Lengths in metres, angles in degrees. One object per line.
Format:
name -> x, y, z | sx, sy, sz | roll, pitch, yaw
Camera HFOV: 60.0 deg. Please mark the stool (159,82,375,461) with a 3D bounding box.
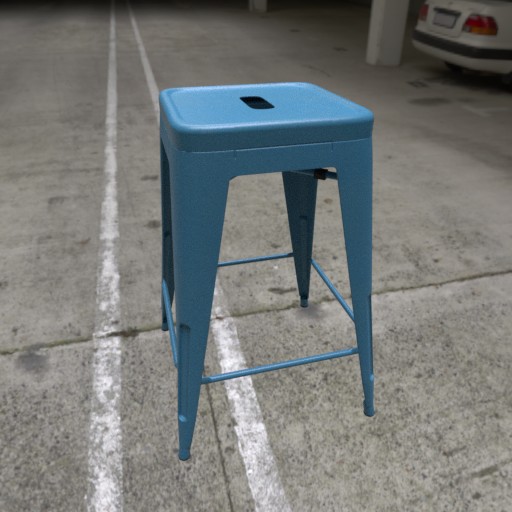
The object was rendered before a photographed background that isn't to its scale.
stool -> 0.000, 0.000, 0.895 | 0.410, 0.608, 0.410 | -8, 31, -13
